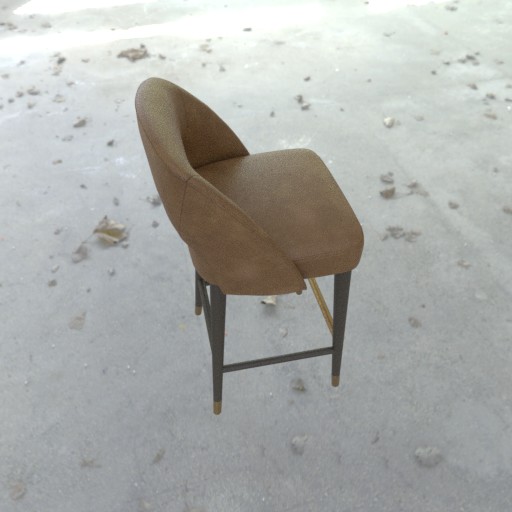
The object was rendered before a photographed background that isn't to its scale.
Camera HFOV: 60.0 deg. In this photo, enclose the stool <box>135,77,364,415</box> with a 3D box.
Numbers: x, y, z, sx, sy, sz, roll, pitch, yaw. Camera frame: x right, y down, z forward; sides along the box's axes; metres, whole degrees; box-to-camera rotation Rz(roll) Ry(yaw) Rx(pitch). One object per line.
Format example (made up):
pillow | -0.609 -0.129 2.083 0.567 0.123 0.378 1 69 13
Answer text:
stool | 0.000 0.000 1.318 0.509 1.037 0.494 -10 48 -9
